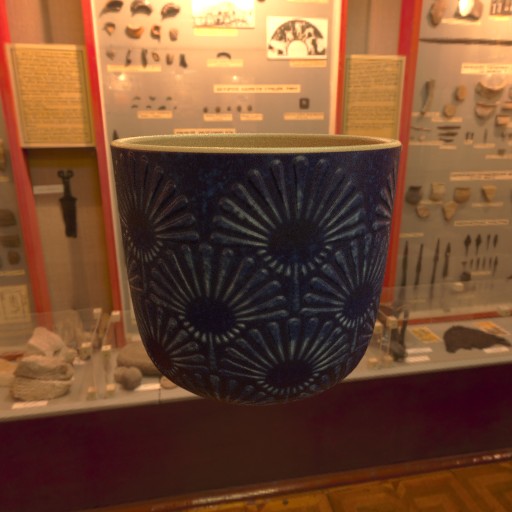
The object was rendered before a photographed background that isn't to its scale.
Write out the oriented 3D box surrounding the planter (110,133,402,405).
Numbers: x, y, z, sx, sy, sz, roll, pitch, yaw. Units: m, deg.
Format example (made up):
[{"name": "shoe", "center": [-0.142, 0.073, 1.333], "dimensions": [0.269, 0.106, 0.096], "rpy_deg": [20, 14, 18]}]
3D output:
[{"name": "planter", "center": [0.000, 0.000, 0.213], "dimensions": [0.124, 0.109, 0.124], "rpy_deg": [0, 18, 0]}]
